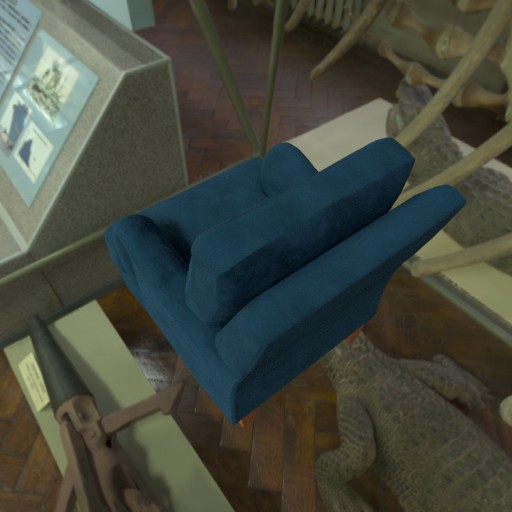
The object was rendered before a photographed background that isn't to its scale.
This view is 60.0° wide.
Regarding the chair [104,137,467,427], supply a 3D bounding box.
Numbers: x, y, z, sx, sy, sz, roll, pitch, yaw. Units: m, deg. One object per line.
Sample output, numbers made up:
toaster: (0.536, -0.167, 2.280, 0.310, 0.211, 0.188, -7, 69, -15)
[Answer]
chair: (0.000, 0.000, 1.808, 0.895, 1.076, 1.078, -31, 55, -25)
